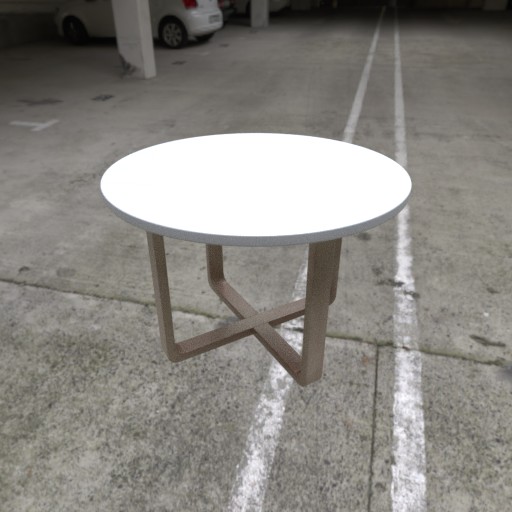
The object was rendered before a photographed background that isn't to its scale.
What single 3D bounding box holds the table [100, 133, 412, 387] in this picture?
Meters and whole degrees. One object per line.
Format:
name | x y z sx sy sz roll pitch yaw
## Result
table | 0.000 0.000 0.990 0.600 0.400 0.600 0 29 0
